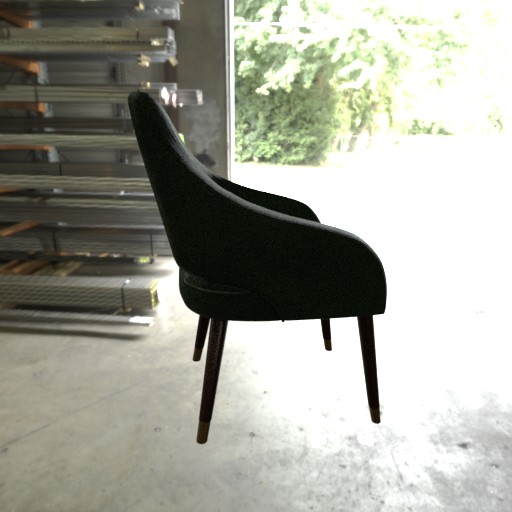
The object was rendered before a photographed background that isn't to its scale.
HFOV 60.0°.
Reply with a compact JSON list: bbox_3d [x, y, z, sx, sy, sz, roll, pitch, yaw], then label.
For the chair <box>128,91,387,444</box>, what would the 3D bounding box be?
[{"bbox_3d":[0.000,0.000,1.583,0.794,1.081,0.683,-3,16,-9],"label":"chair"}]
